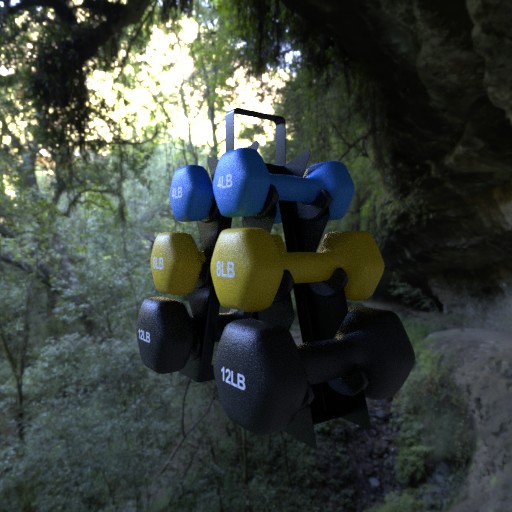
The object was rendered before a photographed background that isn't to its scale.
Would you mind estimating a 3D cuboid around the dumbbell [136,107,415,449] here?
[{"bbox_3d":[0.000,0.000,0.672,0.255,0.426,0.409,-1,2,-34],"label":"dumbbell"}]
